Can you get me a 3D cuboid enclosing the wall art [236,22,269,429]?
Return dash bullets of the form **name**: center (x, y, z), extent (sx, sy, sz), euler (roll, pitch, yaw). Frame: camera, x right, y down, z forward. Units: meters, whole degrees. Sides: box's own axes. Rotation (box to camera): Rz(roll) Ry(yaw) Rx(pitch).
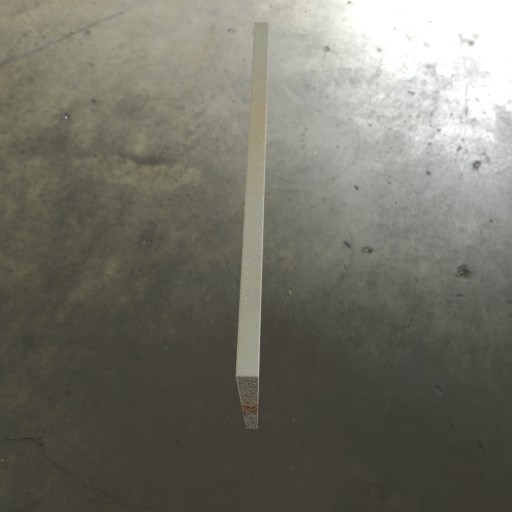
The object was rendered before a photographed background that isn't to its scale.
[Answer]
- **wall art**: center (0.000, 0.000, 1.326), extent (0.038, 0.889, 0.889), euler (2, 64, 1)
